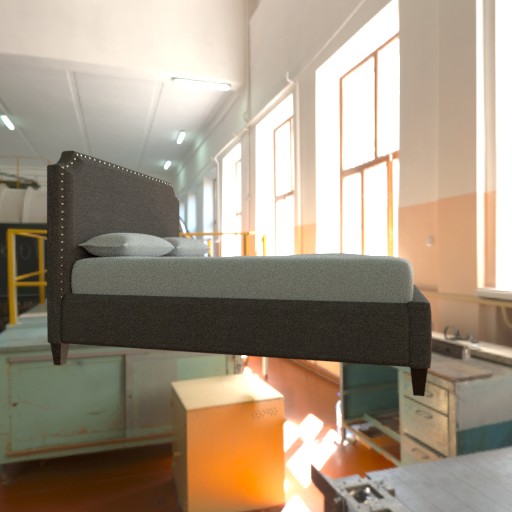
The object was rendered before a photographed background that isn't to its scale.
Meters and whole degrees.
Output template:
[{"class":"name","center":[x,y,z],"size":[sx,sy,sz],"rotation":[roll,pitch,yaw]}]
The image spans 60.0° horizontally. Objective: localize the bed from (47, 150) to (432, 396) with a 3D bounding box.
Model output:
[{"class":"bed","center":[0.000,0.000,3.399],"size":[2.381,1.457,1.713],"rotation":[0,0,17]}]
